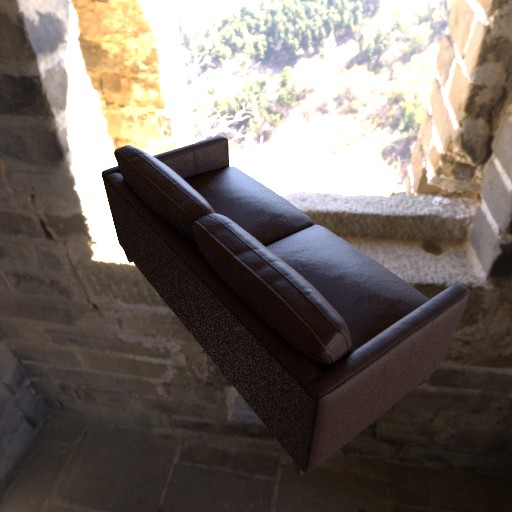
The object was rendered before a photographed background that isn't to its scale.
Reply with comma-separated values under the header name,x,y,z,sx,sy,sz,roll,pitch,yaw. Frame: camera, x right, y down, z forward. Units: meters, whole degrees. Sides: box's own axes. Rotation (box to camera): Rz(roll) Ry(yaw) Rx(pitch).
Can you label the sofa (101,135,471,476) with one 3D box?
name,x,y,z,sx,sy,sz,roll,pitch,yaw
sofa,0.000,0.000,2.442,0.923,0.863,1.971,-25,46,-27
